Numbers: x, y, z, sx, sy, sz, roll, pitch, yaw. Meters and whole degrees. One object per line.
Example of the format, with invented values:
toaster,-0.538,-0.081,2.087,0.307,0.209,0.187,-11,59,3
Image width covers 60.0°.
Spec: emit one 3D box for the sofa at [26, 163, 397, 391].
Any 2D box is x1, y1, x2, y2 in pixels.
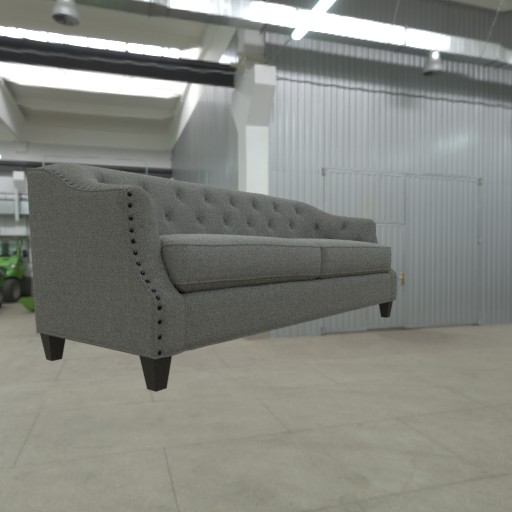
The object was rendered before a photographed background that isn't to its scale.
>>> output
sofa,0.000,0.000,2.605,0.914,0.901,2.235,1,1,37
